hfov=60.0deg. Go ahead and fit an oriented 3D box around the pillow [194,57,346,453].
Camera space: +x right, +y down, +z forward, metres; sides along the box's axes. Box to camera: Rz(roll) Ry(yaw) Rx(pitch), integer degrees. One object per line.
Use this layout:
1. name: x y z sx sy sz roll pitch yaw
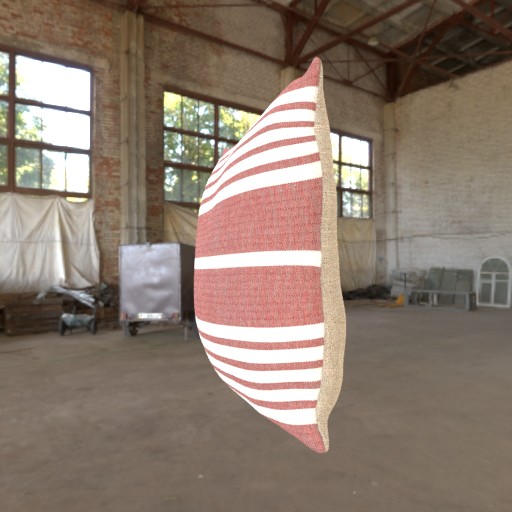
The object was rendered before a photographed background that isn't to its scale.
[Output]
1. pillow: 0.000 0.000 0.669 0.182 0.427 0.439 0 -1 -17
